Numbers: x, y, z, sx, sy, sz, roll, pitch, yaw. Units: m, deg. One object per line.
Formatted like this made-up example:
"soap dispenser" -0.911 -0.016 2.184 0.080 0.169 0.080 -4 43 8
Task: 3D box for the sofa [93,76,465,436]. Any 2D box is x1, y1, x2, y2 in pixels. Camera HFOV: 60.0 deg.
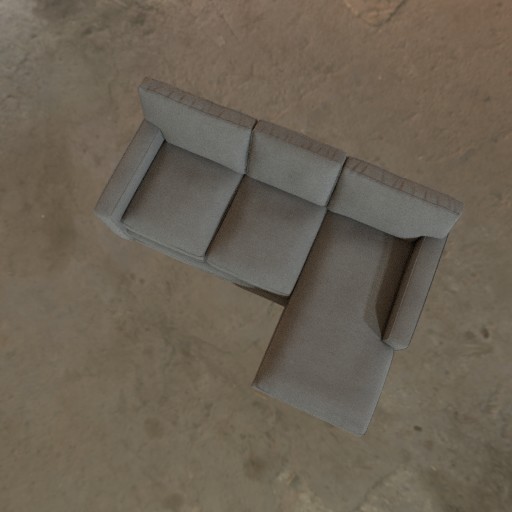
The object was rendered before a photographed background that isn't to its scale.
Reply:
"sofa" 0.000 0.000 2.807 2.087 0.861 1.496 23 77 6
